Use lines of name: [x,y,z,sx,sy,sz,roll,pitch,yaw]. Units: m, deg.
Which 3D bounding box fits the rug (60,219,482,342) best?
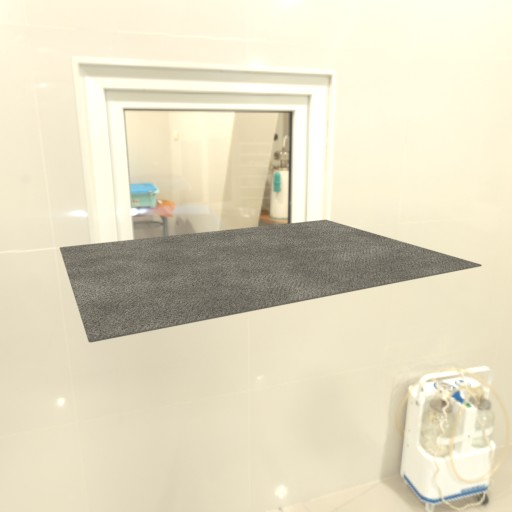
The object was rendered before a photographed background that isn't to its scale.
rug: [0.000,0.000,2.861,2.235,0.008,1.600,-8,17,-26]
